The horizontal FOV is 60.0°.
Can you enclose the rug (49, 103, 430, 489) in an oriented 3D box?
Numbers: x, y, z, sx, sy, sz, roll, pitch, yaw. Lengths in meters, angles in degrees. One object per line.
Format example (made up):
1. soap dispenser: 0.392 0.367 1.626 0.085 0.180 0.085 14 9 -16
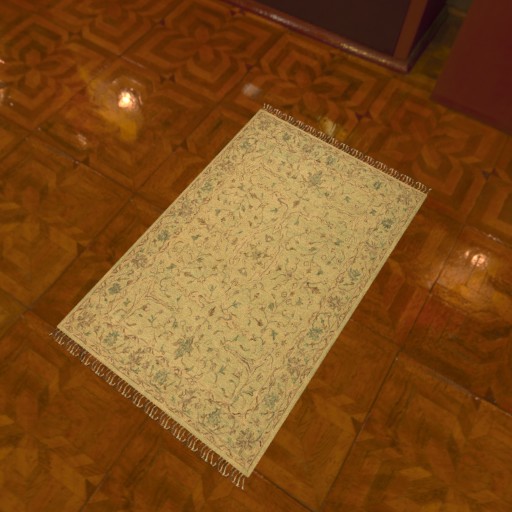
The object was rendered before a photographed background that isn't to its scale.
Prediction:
1. rug: 0.000 0.000 3.065 1.544 0.010 2.435 32 67 15
